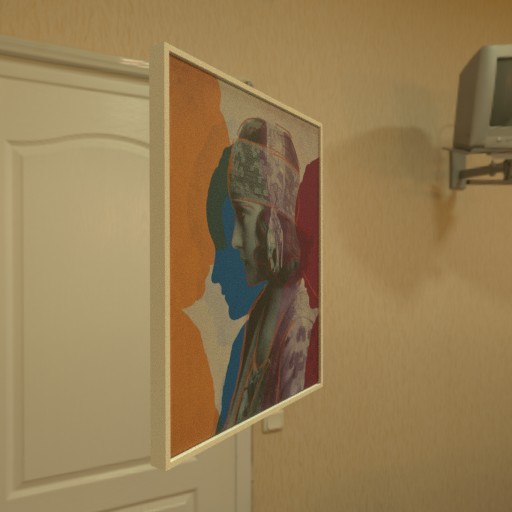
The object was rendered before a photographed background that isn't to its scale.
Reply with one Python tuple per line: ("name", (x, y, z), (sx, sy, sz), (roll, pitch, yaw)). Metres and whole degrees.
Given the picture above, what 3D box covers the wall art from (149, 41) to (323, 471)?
("wall art", (0.000, 0.000, 0.754), (0.030, 0.549, 0.443), (0, 1, 35))
